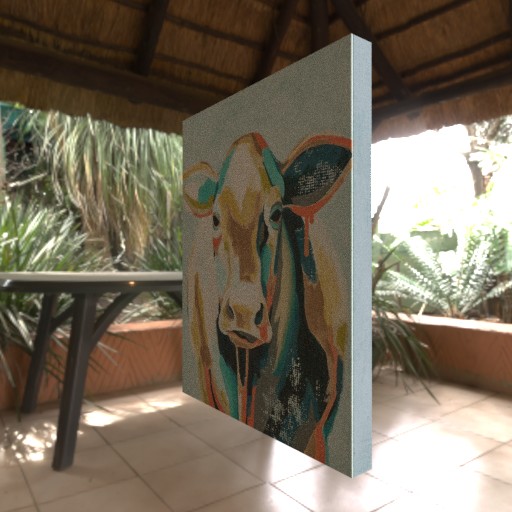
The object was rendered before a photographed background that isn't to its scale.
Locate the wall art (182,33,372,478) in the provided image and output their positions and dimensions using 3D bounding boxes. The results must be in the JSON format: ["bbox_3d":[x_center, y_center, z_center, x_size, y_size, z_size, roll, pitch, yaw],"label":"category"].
[{"bbox_3d":[0.000,0.000,0.680,0.037,0.509,0.409,0,0,-37],"label":"wall art"}]
